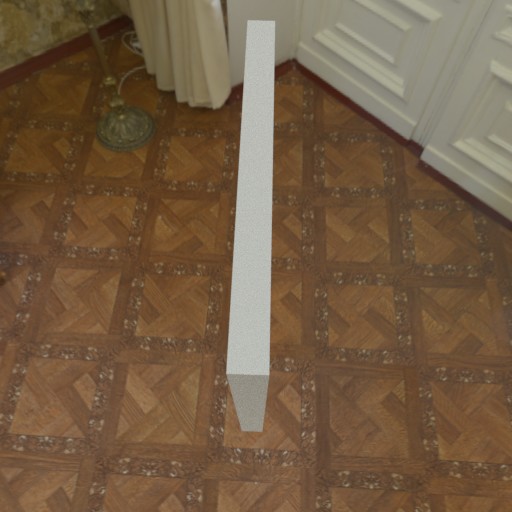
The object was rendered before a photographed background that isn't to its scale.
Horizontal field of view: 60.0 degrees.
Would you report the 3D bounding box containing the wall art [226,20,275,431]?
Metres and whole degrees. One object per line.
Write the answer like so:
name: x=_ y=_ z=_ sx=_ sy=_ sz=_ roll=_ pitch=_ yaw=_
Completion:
wall art: x=0.000 y=0.000 z=0.451 sx=0.024 sy=0.304 sz=0.304 roll=2 pitch=63 yaw=1
